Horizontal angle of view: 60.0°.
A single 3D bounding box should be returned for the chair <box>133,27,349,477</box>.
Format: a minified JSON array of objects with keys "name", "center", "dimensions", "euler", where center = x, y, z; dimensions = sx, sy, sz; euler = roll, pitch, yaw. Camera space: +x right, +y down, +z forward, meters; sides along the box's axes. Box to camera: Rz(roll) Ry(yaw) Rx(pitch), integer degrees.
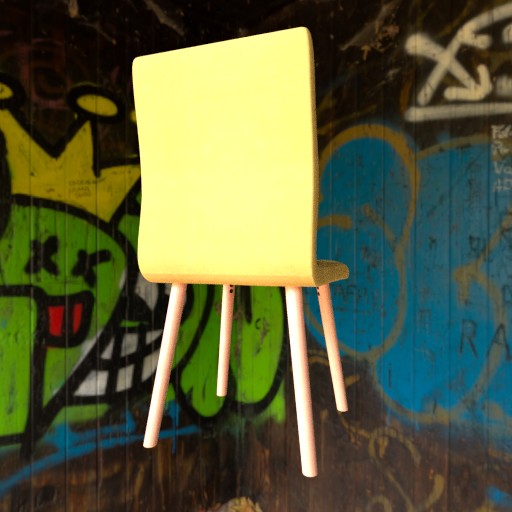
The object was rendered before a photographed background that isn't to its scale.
[{"name":"chair","center":[0.000,0.000,1.256],"dimensions":[0.450,0.965,0.550],"euler":[0,0,21]}]
